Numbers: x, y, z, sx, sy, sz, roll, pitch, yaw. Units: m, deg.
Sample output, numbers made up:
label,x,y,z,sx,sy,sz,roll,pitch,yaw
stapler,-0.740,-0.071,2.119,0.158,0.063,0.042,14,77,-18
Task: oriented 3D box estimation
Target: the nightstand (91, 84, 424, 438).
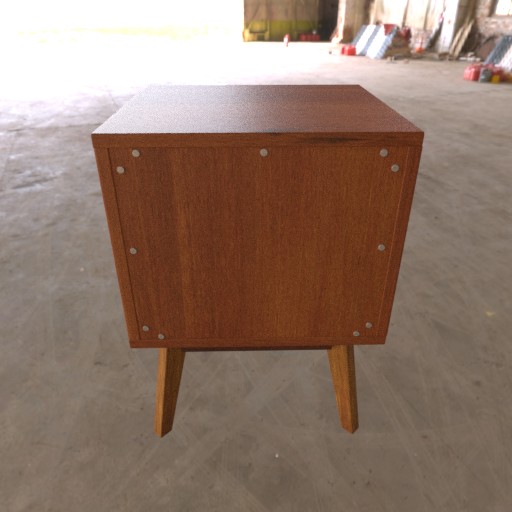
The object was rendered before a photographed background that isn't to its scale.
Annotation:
label,x,y,z,sx,sy,sz,roll,pitch,yaw
nightstand,0.000,0.000,0.934,0.460,0.618,0.411,-1,30,-1
